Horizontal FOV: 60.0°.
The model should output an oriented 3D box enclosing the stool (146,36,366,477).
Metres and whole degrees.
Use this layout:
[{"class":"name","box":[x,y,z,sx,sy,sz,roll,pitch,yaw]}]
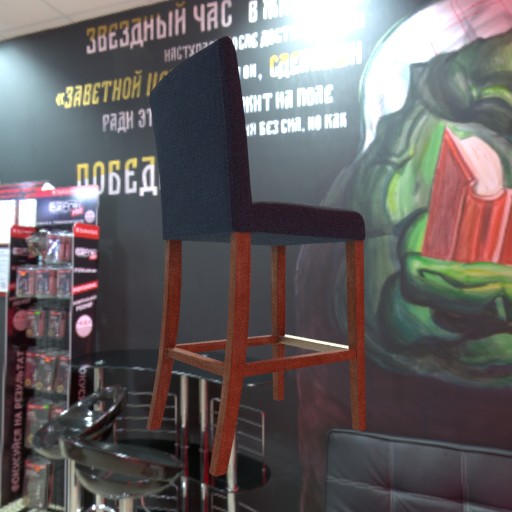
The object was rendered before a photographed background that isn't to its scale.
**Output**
[{"class":"stool","box":[0.000,0.000,1.413,0.574,1.088,0.454,1,-2,-37]}]
